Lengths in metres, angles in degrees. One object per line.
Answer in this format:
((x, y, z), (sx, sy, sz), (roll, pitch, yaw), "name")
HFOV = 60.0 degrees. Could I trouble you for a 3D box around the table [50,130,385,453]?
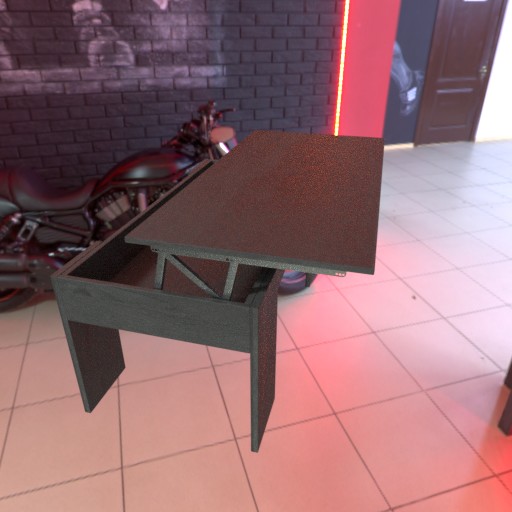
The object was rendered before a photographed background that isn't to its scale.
((0.000, 0.000, 1.428), (0.711, 0.570, 1.000), (7, 29, 13), "table")
